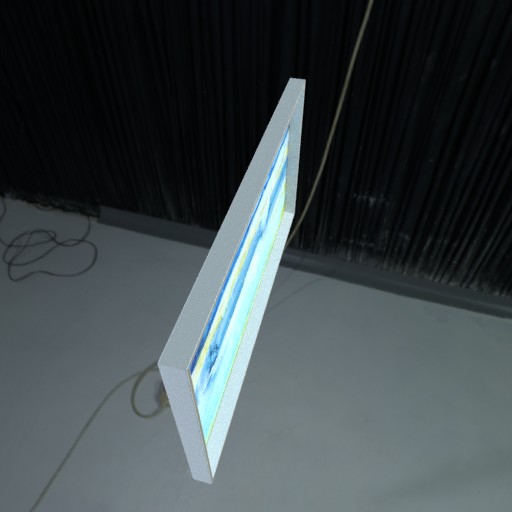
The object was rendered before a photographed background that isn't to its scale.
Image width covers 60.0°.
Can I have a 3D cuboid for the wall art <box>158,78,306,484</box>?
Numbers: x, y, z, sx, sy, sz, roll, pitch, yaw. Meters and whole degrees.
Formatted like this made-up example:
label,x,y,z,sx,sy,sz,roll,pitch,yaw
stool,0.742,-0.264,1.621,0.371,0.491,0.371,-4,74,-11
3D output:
label,x,y,z,sx,sy,sz,roll,pitch,yaw
wall art,0.000,0.000,0.966,0.038,0.431,0.812,11,47,10
